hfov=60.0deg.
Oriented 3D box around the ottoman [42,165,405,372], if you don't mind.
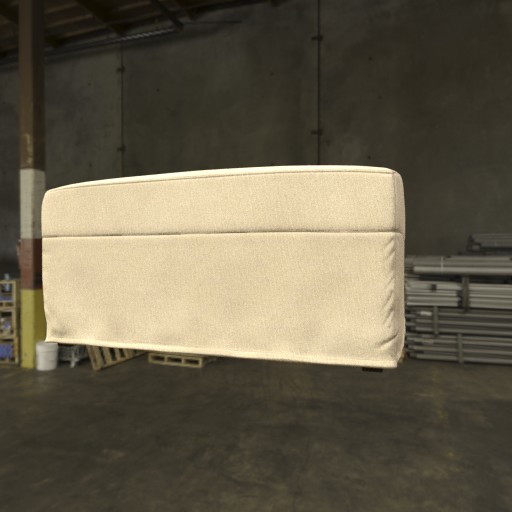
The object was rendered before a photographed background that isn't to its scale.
[{"bbox_3d":[0.000,0.000,1.319,0.843,0.441,0.842,0,0,19],"label":"ottoman"}]
